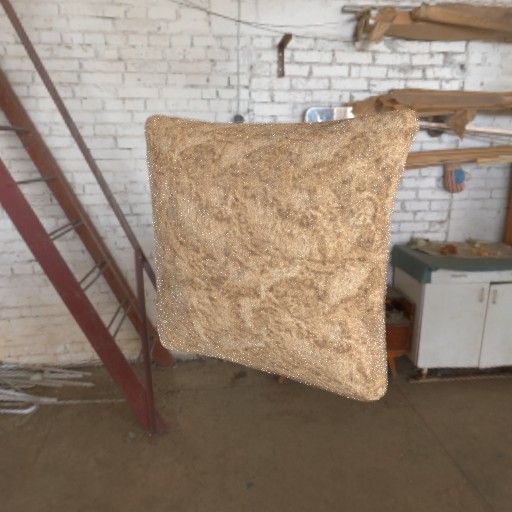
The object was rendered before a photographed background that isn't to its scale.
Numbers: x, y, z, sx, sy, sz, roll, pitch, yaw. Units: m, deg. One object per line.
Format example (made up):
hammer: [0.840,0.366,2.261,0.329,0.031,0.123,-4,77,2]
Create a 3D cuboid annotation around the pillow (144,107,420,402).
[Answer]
pillow: [0.000,0.000,0.834,0.538,0.525,0.216,8,17,27]
